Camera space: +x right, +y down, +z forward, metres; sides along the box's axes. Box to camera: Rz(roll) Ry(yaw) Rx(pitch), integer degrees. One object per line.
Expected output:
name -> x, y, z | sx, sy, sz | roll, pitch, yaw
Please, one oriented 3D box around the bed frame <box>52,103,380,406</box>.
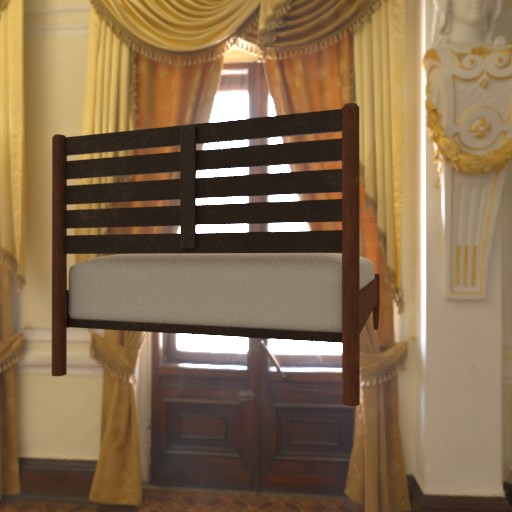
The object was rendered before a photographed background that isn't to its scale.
bed frame -> 0.000, 0.000, 3.228 | 1.655, 1.321, 2.234 | 0, 0, 18
